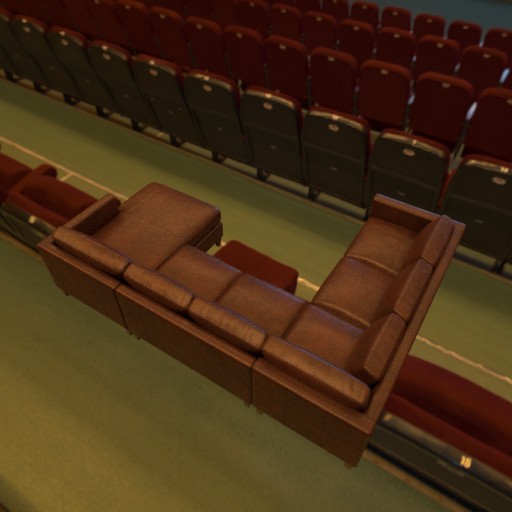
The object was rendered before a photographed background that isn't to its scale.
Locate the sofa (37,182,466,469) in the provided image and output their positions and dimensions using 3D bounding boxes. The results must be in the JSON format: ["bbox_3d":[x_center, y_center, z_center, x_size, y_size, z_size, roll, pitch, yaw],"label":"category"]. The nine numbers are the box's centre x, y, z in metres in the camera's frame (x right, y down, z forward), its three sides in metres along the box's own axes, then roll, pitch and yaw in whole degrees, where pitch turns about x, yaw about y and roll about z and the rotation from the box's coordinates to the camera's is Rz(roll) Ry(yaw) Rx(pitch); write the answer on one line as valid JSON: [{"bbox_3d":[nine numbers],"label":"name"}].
[{"bbox_3d":[0.000,0.000,4.433,3.324,0.891,2.452,25,51,22],"label":"sofa"}]
